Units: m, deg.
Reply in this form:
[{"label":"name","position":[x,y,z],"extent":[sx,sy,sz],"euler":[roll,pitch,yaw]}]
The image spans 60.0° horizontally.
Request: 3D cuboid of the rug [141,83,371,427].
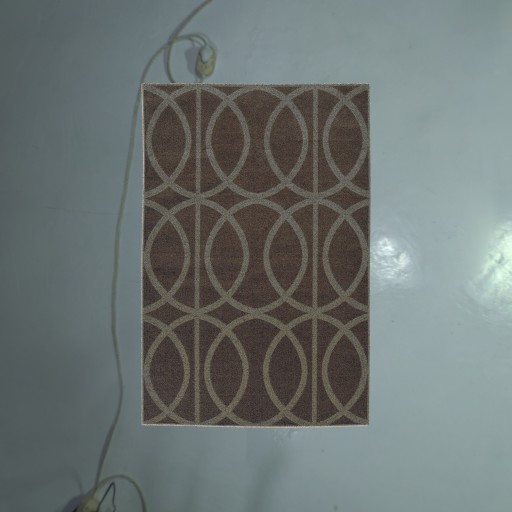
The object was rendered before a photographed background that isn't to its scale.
[{"label":"rug","position":[0.000,0.000,2.952],"extent":[1.526,0.014,2.290],"euler":[0,91,0]}]
